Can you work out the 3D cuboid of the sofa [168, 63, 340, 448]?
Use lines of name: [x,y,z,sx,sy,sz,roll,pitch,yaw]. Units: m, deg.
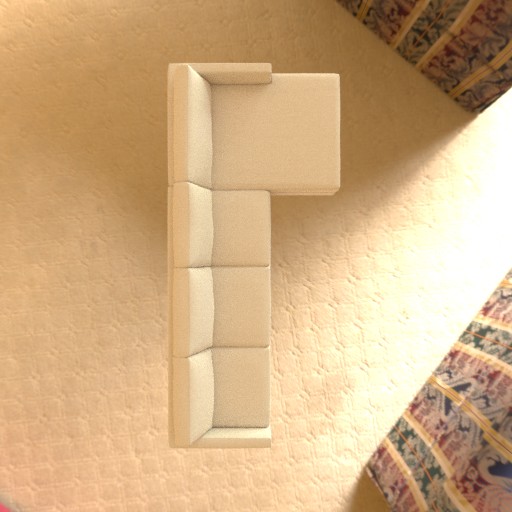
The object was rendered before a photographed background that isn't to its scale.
sofa: [0.000,0.000,4.225,1.599,0.954,3.471,0,90,0]
